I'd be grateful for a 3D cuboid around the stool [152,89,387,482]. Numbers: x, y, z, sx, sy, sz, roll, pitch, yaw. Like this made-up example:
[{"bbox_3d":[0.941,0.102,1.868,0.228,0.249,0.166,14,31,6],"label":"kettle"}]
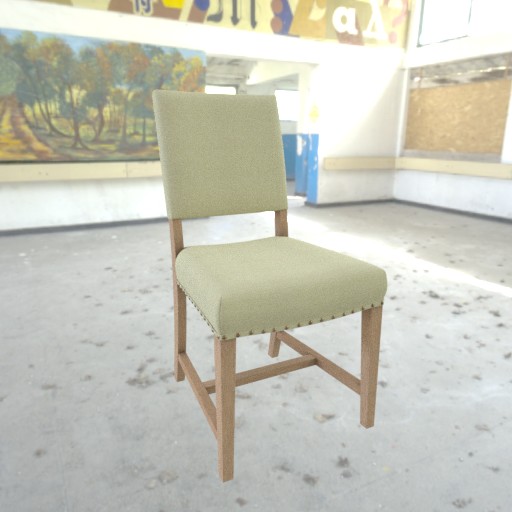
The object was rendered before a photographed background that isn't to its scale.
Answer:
[{"bbox_3d":[0.000,0.000,1.361,0.508,0.986,0.623,-8,17,-26],"label":"stool"}]
